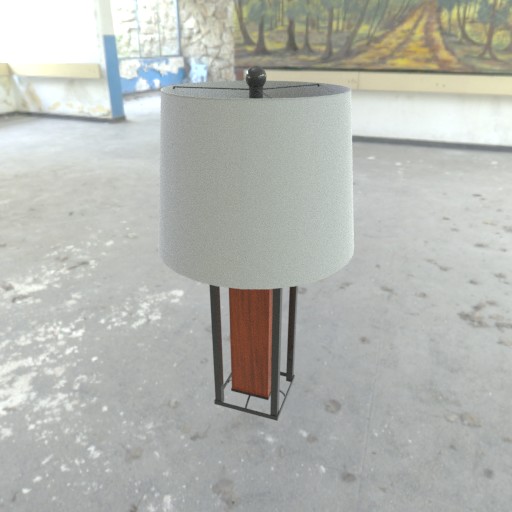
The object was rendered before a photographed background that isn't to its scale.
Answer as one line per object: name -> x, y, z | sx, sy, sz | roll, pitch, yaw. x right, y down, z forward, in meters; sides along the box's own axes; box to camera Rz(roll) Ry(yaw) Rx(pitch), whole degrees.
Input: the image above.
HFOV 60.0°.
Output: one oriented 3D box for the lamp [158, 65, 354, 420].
lamp -> 0.000, 0.000, 0.747 | 0.320, 0.591, 0.320 | 0, 26, 0
